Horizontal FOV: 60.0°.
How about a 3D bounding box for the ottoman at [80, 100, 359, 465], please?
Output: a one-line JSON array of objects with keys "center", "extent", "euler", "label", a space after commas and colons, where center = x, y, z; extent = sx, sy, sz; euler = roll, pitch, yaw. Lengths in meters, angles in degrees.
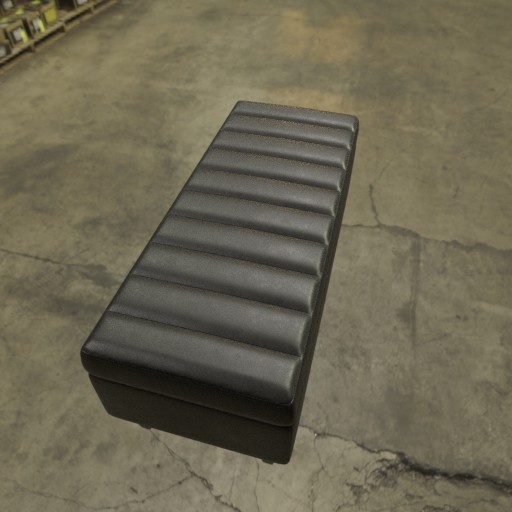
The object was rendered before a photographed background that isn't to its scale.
[{"center": [0.000, 0.000, 1.411], "extent": [0.482, 0.469, 1.151], "euler": [11, 47, 11], "label": "ottoman"}]
